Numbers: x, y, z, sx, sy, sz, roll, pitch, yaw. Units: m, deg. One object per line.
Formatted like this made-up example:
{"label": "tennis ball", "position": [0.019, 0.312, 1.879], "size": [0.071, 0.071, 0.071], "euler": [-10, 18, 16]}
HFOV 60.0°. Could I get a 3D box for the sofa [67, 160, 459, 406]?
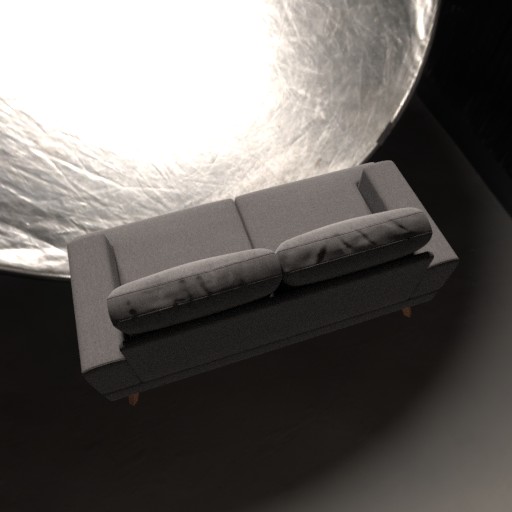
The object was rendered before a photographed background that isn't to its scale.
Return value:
{"label": "sofa", "position": [0.000, 0.000, 2.100], "size": [1.650, 0.810, 0.785], "euler": [-16, 59, -10]}
